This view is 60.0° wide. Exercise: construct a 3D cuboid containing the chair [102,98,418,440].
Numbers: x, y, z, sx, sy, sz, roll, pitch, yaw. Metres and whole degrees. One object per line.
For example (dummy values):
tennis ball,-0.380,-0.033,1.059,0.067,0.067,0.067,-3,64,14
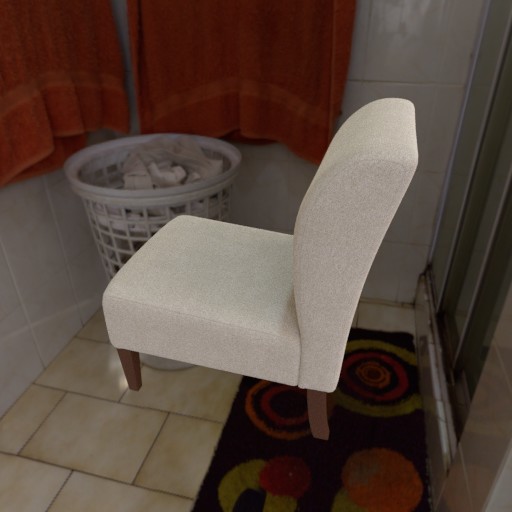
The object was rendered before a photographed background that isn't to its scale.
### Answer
chair,0.000,0.000,1.293,0.754,0.833,0.521,8,32,14
